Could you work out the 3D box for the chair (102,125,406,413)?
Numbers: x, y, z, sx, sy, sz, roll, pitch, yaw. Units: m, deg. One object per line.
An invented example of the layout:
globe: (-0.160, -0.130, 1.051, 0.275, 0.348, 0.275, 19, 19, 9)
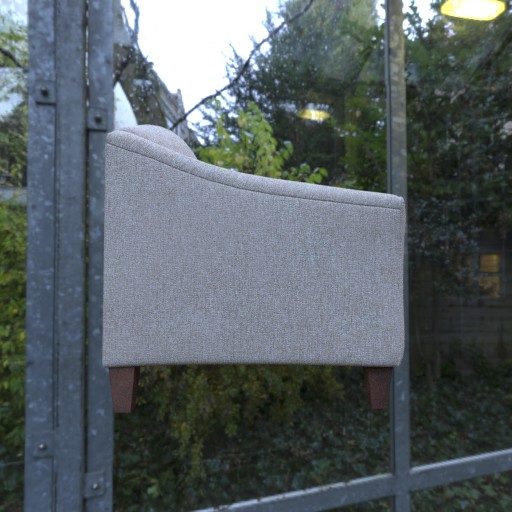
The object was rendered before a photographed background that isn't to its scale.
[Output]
chair: (0.000, 0.000, 1.495, 0.787, 0.839, 0.763, 0, -2, 0)
